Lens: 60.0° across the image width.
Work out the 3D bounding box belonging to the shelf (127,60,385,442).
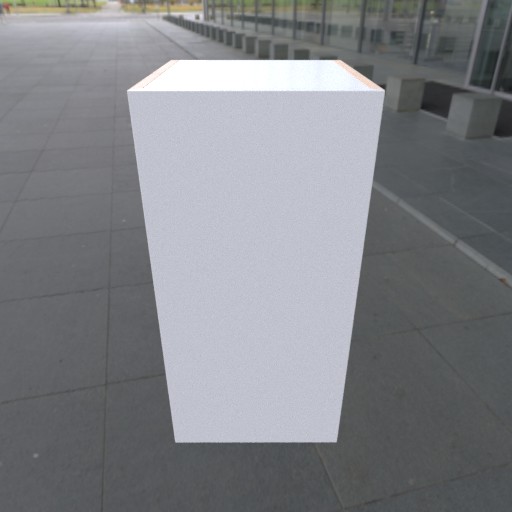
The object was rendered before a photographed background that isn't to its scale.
[{"bbox_3d":[0.000,0.000,0.769,0.290,0.594,0.297,0,30,0],"label":"shelf"}]
